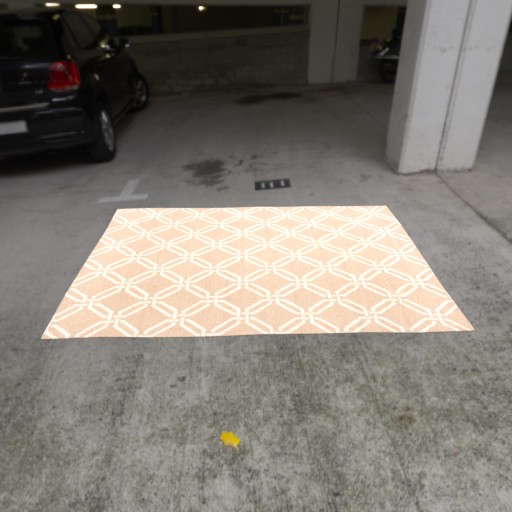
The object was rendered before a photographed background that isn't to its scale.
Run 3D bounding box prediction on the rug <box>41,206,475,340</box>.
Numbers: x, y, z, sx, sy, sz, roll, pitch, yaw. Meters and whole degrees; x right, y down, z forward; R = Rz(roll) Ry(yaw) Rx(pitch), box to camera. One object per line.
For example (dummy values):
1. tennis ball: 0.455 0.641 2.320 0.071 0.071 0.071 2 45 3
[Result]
1. rug: 0.000 0.000 4.448 3.365 0.020 2.452 -1 30 -2
